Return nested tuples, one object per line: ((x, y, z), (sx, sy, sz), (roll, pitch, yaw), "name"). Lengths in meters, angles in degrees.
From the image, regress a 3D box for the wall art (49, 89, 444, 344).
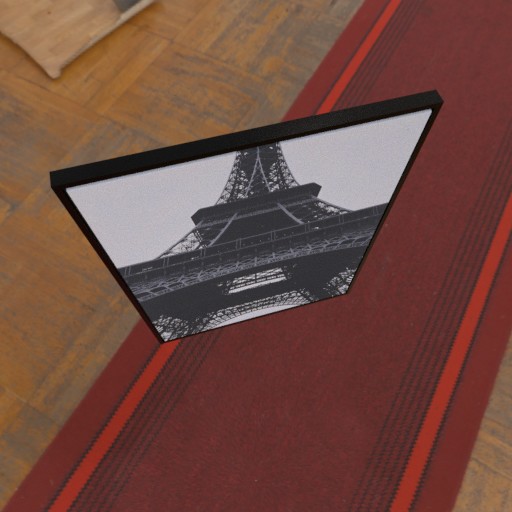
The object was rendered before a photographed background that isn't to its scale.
((0.000, 0.000, 1.356), (0.805, 1.062, 0.040), (-14, 64, -7), "wall art")
